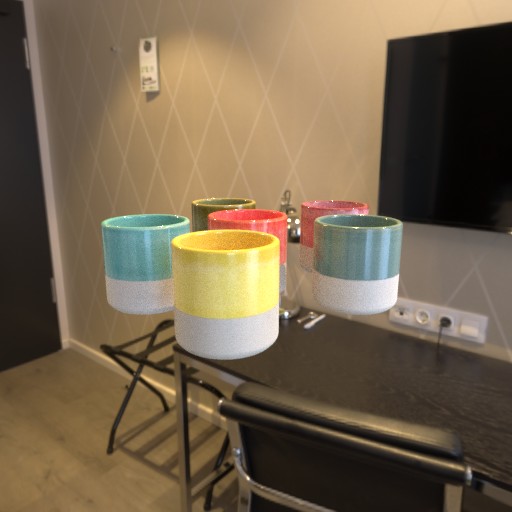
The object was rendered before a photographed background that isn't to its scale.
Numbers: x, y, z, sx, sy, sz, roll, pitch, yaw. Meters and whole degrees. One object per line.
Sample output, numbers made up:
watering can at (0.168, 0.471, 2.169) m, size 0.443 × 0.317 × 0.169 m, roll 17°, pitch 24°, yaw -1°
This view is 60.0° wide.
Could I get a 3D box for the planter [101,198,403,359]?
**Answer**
planter at (0.000, 0.000, 0.417) m, size 0.257 × 0.075 × 0.286 m, roll 2°, pitch 14°, yaw 9°
